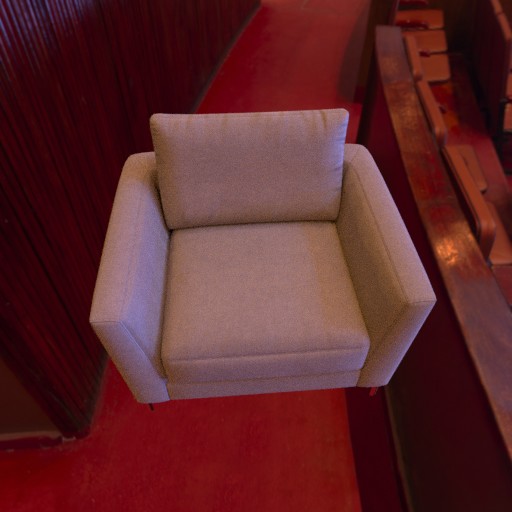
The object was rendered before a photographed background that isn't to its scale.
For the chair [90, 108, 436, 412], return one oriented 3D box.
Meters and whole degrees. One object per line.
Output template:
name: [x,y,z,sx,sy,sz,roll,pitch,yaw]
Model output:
chair: [0.000,0.000,1.715,1.041,0.864,0.889,-3,47,-3]
